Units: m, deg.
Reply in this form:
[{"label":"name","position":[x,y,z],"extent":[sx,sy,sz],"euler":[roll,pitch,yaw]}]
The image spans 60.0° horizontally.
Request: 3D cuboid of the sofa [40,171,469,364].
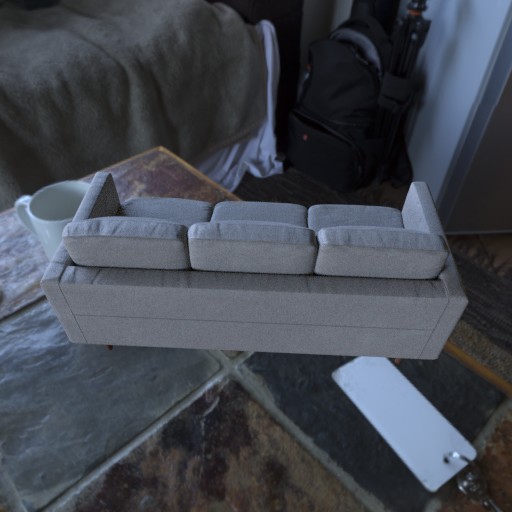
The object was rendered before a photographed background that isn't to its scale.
[{"label":"sofa","position":[0.000,0.000,2.538],"extent":[1.983,0.918,0.944],"euler":[2,46,2]}]
